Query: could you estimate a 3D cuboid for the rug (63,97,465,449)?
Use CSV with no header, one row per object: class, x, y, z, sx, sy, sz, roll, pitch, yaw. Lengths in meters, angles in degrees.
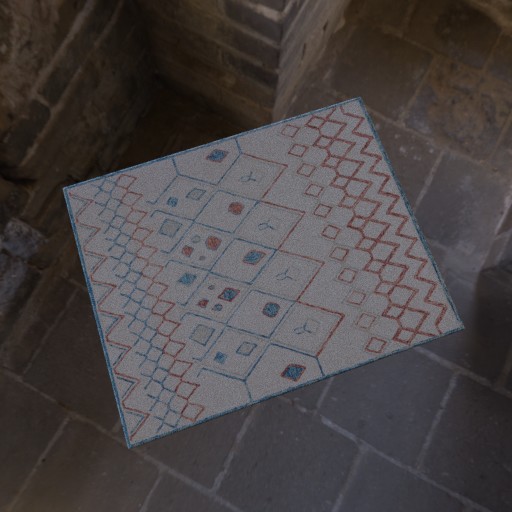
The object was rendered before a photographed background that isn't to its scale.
rug,0.000,0.000,4.055,3.050,0.016,2.441,-18,77,-4
